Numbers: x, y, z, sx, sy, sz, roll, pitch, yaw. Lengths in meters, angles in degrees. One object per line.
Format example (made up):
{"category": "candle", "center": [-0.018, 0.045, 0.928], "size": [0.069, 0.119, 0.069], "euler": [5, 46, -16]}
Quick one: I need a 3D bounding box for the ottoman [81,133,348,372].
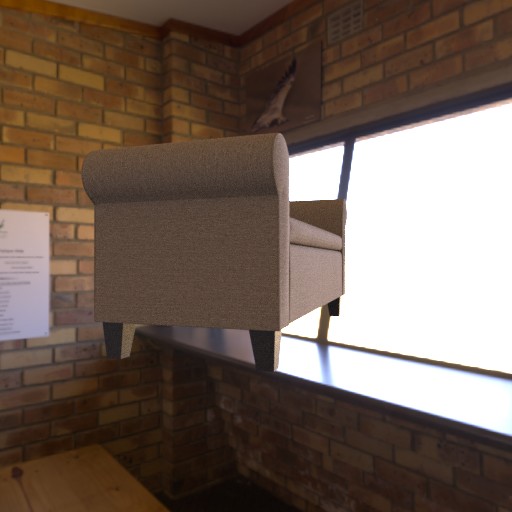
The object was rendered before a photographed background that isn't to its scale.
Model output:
{"category": "ottoman", "center": [0.000, 0.000, 1.619], "size": [0.521, 0.547, 1.256], "euler": [0, -1, 19]}
